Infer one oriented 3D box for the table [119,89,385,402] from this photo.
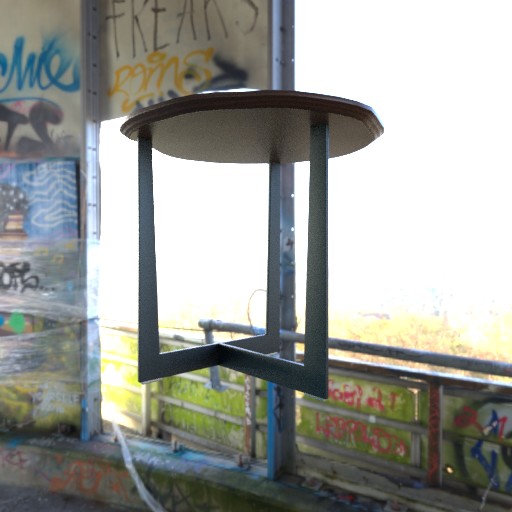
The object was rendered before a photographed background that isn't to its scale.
[{"bbox_3d":[0.000,0.000,0.867,0.494,0.476,0.477,1,1,37],"label":"table"}]
